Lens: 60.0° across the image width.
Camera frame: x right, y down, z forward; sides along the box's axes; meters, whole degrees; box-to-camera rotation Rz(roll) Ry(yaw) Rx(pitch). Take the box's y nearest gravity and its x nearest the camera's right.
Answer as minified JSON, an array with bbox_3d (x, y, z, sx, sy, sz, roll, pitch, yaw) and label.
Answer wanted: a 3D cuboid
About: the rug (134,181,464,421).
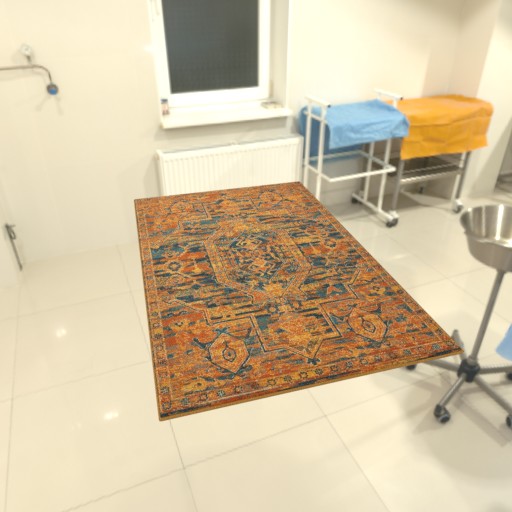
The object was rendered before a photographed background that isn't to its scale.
[{"bbox_3d":[0.000,0.000,1.107,0.557,0.008,0.863,-8,32,-13],"label":"rug"}]
